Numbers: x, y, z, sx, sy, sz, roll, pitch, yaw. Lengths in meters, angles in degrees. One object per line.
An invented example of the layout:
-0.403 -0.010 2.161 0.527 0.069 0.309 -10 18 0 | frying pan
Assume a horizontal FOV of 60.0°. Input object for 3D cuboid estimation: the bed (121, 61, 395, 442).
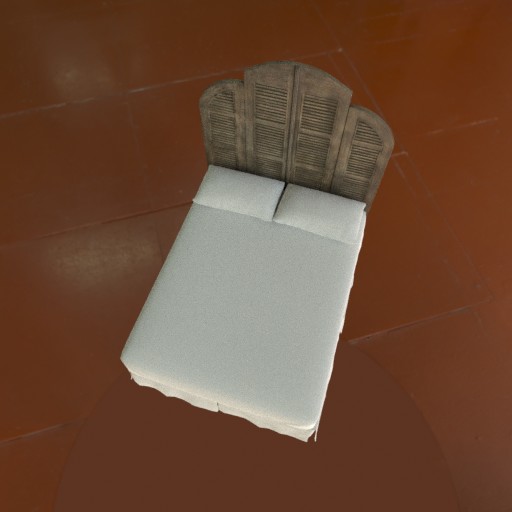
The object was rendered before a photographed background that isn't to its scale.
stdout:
0.000 0.000 3.484 1.713 2.019 2.138 16 62 9 | bed
